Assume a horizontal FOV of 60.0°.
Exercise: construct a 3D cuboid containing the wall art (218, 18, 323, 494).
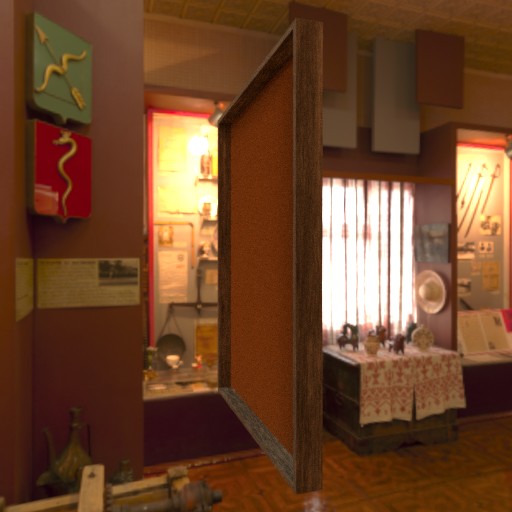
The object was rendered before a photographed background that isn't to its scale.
[{"bbox_3d":[0.000,0.000,1.317,0.063,1.016,0.762,0,0,-18],"label":"wall art"}]
